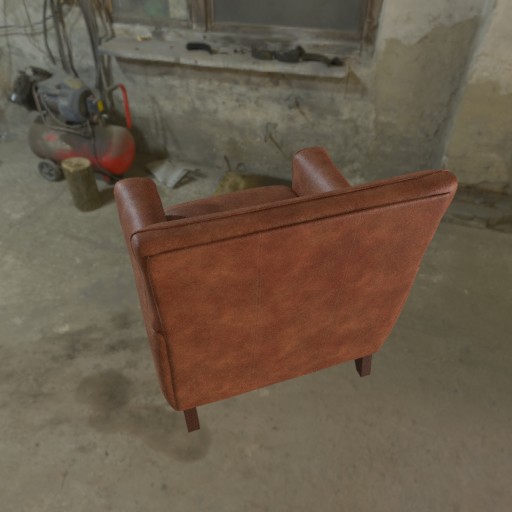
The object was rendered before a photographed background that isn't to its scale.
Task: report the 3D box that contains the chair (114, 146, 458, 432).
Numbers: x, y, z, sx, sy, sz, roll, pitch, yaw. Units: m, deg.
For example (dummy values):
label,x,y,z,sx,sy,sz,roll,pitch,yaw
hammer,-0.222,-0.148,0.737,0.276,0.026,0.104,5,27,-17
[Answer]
label,x,y,z,sx,sy,sz,roll,pitch,yaw
chair,0.000,0.000,1.591,0.870,0.943,0.823,-13,43,-14
